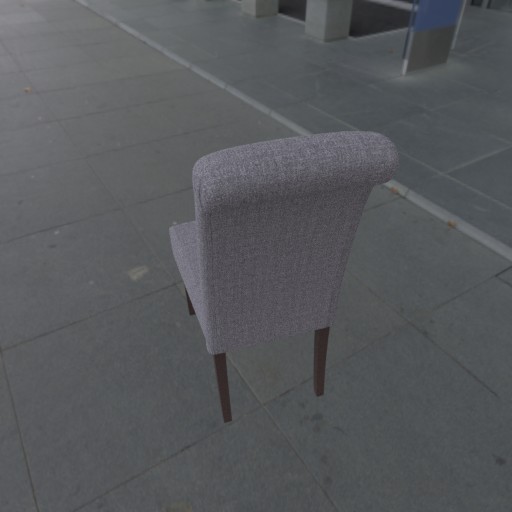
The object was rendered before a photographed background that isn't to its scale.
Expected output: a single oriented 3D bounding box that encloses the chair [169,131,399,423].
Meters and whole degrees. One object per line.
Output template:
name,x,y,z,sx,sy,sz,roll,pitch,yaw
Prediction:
chair,0.000,0.000,1.366,0.456,1.006,0.671,-11,41,-13
